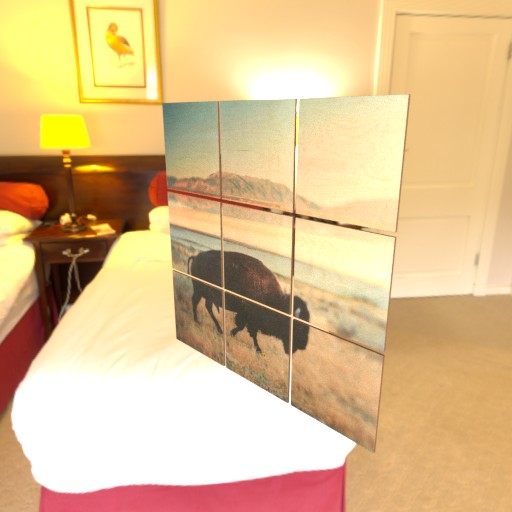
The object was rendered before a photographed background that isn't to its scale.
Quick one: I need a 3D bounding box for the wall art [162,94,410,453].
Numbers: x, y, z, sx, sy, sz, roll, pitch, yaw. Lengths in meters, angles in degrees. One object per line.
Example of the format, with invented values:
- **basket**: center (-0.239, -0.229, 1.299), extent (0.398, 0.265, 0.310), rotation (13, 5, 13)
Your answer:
- **wall art**: center (0.000, 0.000, 2.304), extent (0.019, 1.532, 1.533), rotation (-17, 24, -42)
